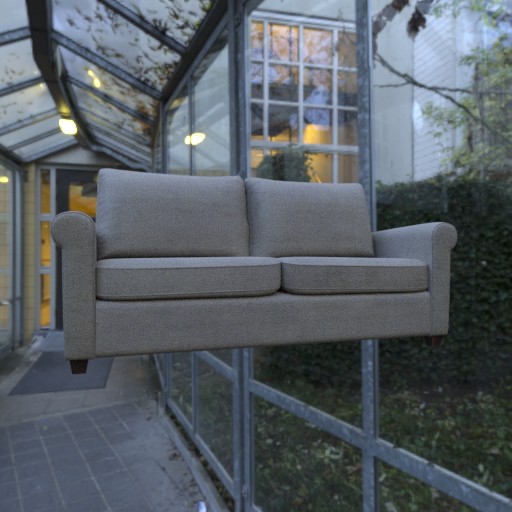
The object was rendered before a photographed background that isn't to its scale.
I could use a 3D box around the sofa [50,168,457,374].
[{"bbox_3d":[0.000,0.000,2.390,1.935,0.942,0.842,0,0,-18],"label":"sofa"}]
